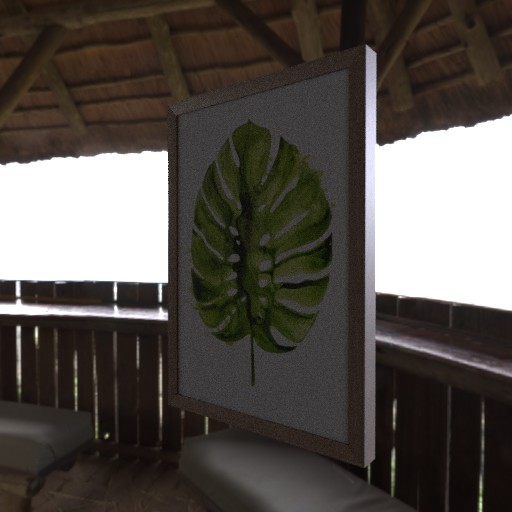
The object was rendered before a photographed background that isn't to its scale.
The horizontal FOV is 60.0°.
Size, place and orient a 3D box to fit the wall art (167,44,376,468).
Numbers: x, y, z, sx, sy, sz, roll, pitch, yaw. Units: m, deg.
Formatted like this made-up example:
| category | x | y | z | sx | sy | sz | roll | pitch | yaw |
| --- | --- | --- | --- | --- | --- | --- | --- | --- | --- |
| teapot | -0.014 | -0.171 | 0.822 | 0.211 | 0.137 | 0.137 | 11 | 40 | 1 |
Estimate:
| category | x | y | z | sx | sy | sz | roll | pitch | yaw |
| --- | --- | --- | --- | --- | --- | --- | --- | --- | --- |
| wall art | 0.000 | 0.000 | 0.655 | 0.358 | 0.510 | 0.032 | 1 | 1 | 38 |
